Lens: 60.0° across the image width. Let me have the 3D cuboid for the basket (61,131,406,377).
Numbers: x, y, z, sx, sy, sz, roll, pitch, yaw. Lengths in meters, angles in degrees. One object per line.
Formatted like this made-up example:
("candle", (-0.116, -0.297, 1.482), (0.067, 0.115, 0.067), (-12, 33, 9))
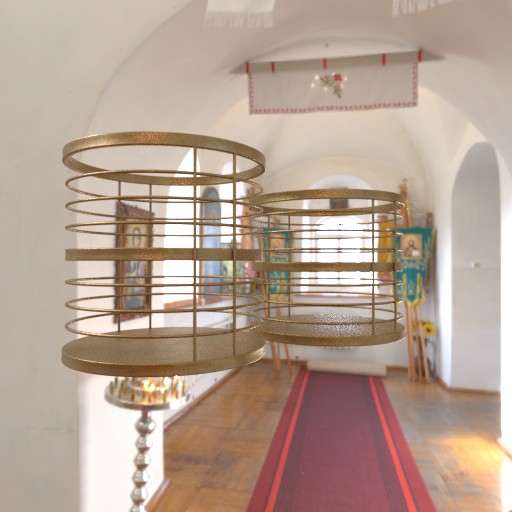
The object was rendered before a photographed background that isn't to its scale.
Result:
("basket", (0.000, 0.000, 0.919), (0.746, 0.351, 0.356), (0, -1, -35))
